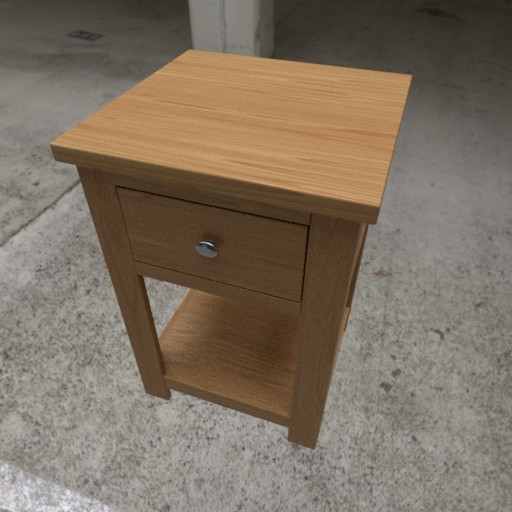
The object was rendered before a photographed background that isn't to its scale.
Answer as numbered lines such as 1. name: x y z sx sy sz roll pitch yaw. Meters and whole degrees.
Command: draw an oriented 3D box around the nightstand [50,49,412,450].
1. nightstand: 0.000 0.000 0.875 0.428 0.614 0.418 13 43 14
